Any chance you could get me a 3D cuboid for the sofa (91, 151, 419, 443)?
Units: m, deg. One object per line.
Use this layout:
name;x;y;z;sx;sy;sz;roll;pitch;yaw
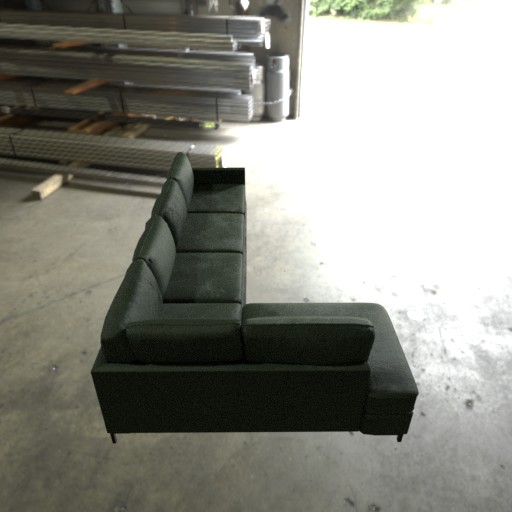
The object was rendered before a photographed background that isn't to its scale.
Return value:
sofa;0.000;0.000;4.207;2.048;0.996;3.384;0;33;0
